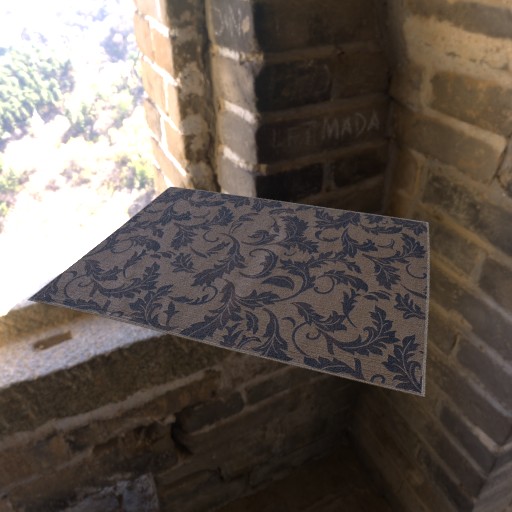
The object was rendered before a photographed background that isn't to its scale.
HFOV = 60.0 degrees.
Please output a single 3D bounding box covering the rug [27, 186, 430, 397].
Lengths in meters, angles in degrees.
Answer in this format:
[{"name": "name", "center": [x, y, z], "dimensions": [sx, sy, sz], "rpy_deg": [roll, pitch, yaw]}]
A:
[{"name": "rug", "center": [0.000, 0.000, 4.011], "dimensions": [2.977, 0.008, 2.380], "rpy_deg": [10, 33, 16]}]
